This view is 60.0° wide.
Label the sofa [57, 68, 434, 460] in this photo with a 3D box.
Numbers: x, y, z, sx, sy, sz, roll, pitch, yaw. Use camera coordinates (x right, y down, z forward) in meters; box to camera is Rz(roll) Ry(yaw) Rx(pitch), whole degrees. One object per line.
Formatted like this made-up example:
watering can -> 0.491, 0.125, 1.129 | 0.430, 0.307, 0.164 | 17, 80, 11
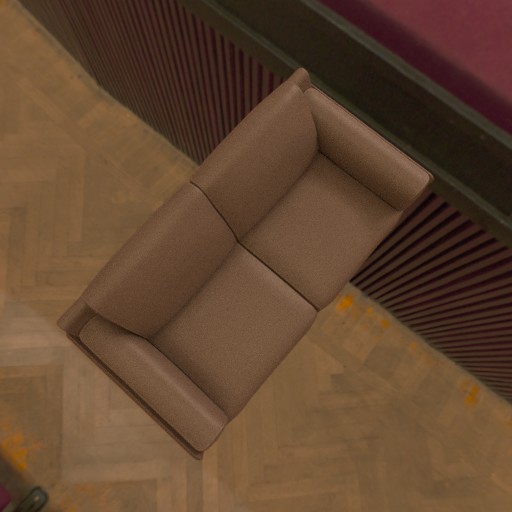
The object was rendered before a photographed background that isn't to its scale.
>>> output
sofa -> 0.000, 0.000, 2.656 | 1.049, 0.930, 2.101 | 40, 80, 8
